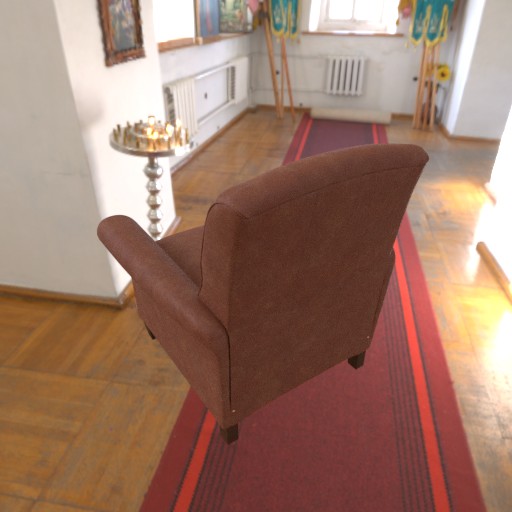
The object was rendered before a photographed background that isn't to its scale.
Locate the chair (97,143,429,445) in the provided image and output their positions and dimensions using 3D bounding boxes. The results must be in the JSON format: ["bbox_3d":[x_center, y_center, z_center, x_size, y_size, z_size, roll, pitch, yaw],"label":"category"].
[{"bbox_3d":[0.000,0.000,1.769,0.978,1.061,0.902,-20,36,-29],"label":"chair"}]
